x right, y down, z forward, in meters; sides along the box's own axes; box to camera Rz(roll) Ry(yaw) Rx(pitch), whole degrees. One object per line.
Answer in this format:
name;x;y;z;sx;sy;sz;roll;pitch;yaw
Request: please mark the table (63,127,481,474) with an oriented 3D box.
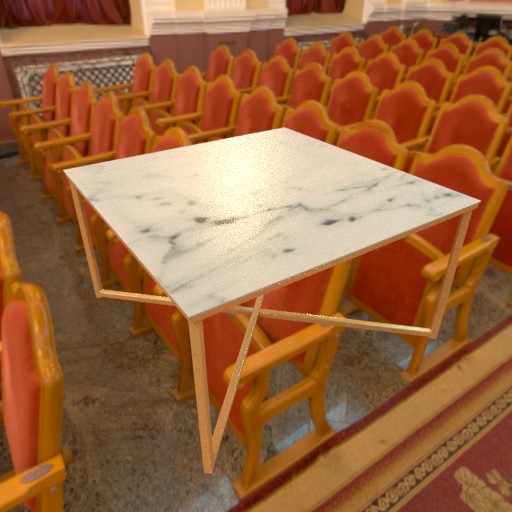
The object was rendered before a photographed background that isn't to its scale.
table;0.000;0.000;1.301;0.800;0.450;0.800;-19;36;-29
